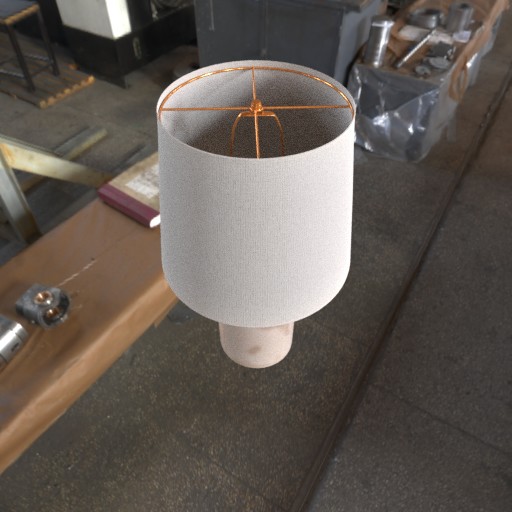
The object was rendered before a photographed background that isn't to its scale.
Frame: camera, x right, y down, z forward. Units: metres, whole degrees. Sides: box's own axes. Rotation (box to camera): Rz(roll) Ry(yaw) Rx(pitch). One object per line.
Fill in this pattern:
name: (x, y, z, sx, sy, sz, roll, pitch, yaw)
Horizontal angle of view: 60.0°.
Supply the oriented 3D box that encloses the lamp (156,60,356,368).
lamp: (0.000, 0.000, 0.458, 0.189, 0.340, 0.189, 0, 47, 0)
